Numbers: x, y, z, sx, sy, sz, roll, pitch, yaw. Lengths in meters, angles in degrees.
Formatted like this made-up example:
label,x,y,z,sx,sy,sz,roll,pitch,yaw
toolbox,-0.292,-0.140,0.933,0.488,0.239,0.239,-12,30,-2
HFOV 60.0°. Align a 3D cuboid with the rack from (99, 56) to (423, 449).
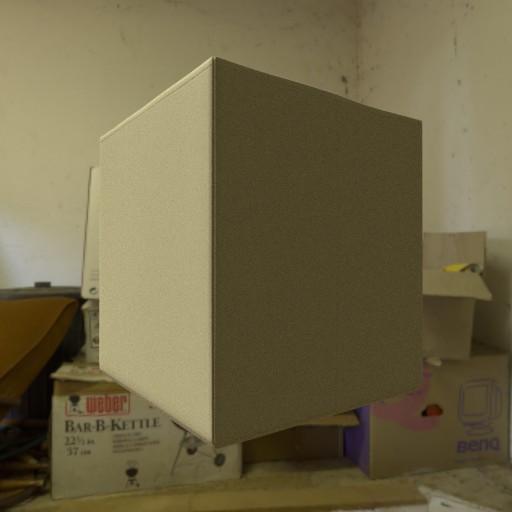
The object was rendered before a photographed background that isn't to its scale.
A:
label,x,y,z,sx,sy,sz,roll,pitch,yaw
rack,0.000,0.000,0.495,0.270,0.280,0.270,0,0,-36
